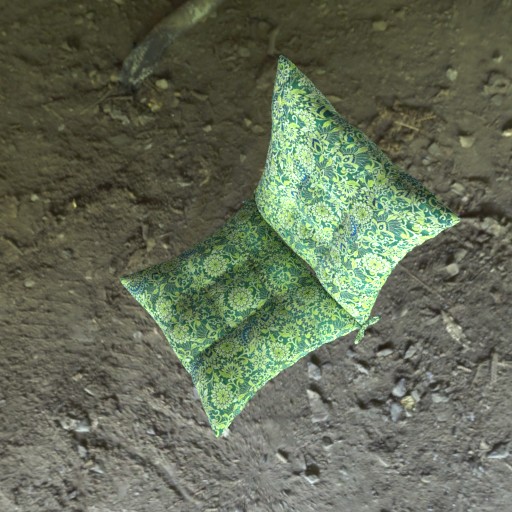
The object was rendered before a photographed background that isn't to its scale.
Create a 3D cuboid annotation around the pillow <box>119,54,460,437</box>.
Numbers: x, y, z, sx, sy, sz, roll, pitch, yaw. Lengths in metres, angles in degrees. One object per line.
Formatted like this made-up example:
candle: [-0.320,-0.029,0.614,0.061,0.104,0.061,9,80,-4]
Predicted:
pillow: [0.000,0.000,1.018,0.585,0.536,0.541,-33,68,-15]
